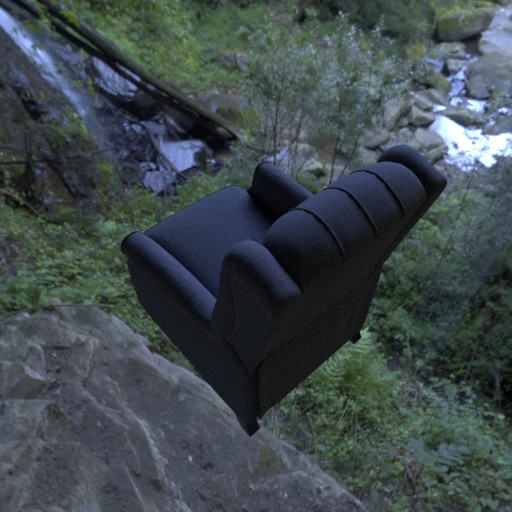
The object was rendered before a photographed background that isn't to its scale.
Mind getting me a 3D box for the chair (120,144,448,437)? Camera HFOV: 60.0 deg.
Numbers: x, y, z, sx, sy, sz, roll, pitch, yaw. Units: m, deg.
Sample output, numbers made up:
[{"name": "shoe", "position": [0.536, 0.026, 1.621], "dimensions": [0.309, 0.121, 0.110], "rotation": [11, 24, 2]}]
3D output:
[{"name": "chair", "position": [0.000, 0.000, 1.637], "dimensions": [0.742, 1.035, 0.898], "rotation": [-33, 56, -26]}]
